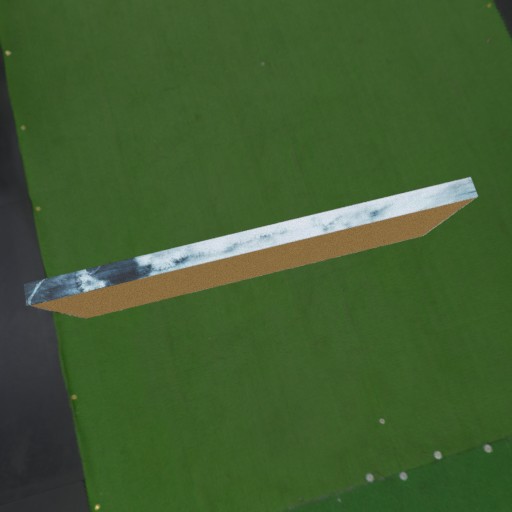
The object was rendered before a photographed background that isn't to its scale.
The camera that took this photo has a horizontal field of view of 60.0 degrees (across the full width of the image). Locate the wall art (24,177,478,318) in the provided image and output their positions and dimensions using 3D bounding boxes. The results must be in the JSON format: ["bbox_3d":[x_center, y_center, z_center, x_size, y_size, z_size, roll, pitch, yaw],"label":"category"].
[{"bbox_3d":[0.000,0.000,0.849,0.759,0.251,0.037,-14,78,-3],"label":"wall art"}]
